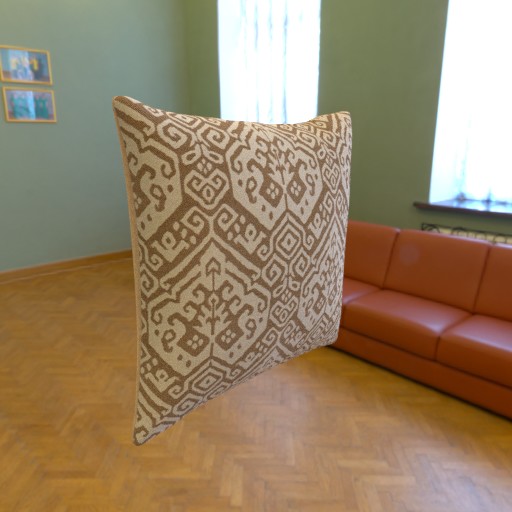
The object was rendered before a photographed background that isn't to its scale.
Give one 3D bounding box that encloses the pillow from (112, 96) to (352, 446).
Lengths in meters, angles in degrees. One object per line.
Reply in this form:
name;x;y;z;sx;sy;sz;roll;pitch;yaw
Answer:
pillow;0.000;0.000;0.630;0.173;0.407;0.419;14;21;43
